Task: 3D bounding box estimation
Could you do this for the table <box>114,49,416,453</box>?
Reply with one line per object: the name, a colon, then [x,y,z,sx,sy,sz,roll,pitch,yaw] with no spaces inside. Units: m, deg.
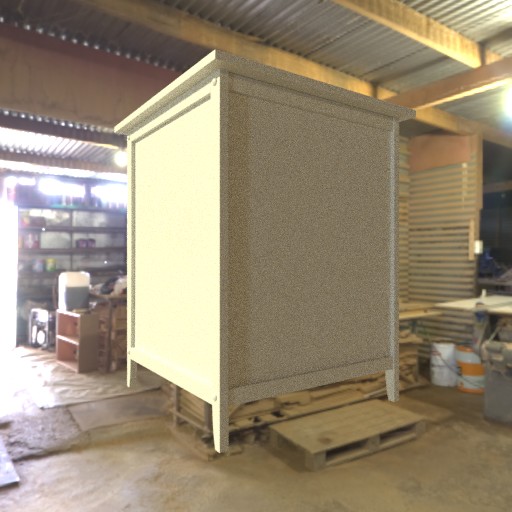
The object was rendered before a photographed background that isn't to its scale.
table: [0.000,0.000,0.781,0.381,0.483,0.381,0,0,-35]
